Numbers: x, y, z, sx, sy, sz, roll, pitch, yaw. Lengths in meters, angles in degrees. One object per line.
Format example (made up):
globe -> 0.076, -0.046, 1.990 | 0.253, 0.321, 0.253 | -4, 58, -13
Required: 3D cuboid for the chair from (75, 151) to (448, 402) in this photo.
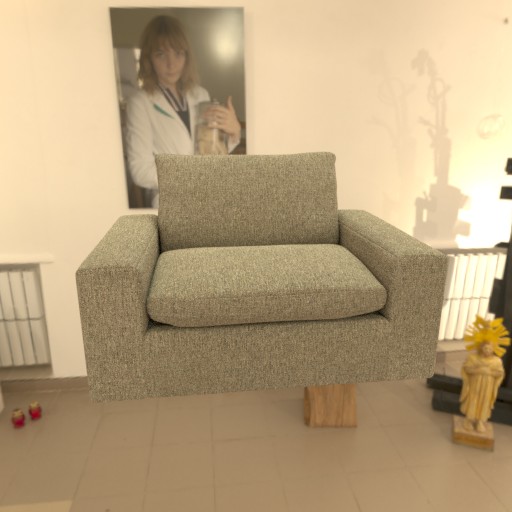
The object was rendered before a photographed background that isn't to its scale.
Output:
chair -> 0.000, 0.000, 2.086 | 1.398, 0.915, 1.039 | -2, 16, -7
